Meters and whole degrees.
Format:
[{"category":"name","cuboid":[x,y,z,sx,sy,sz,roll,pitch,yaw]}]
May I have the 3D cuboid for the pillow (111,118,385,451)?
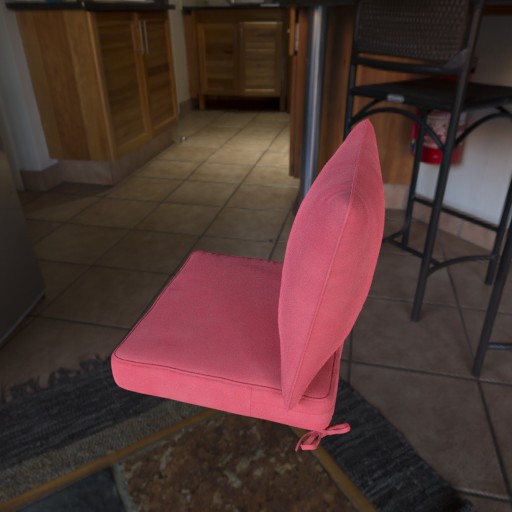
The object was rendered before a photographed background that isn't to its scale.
[{"category":"pillow","cuboid":[0.000,0.000,1.385,0.733,0.725,0.798,8,31,13]}]
